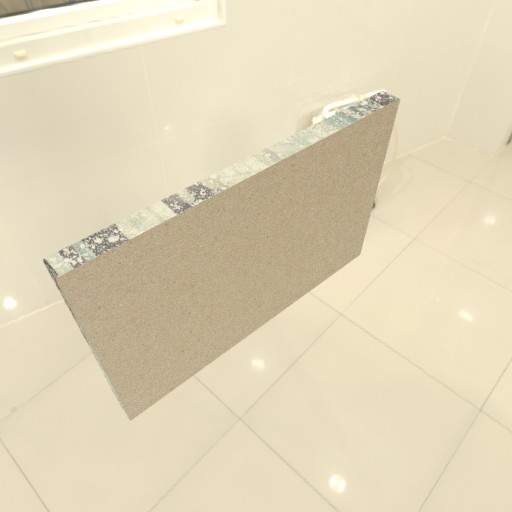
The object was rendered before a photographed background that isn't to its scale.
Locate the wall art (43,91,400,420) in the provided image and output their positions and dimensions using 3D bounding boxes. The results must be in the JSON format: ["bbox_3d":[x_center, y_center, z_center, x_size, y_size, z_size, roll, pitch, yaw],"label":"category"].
[{"bbox_3d":[0.000,0.000,0.784,0.618,0.398,0.042,-32,55,-26],"label":"wall art"}]
